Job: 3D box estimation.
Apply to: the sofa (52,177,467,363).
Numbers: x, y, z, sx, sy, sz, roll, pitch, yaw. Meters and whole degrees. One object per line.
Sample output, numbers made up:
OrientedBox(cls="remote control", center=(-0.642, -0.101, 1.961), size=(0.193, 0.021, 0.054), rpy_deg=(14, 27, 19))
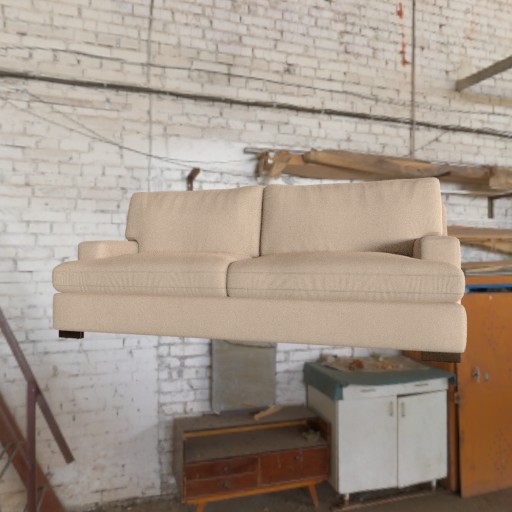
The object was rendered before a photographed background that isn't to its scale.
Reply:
OrientedBox(cls="sofa", center=(0.000, 0.000, 2.579), size=(2.147, 0.925, 0.929), rpy_deg=(0, 0, 17))
